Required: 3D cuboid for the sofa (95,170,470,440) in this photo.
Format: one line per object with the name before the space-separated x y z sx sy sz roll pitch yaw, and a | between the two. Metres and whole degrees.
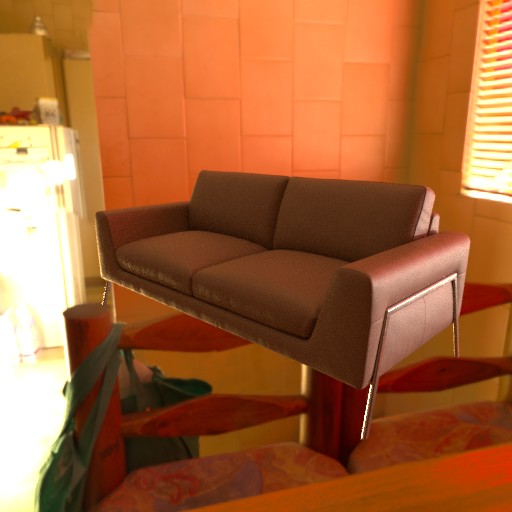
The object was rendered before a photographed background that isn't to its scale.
sofa | 0.000 0.000 2.529 2.017 0.875 0.953 14 20 42
